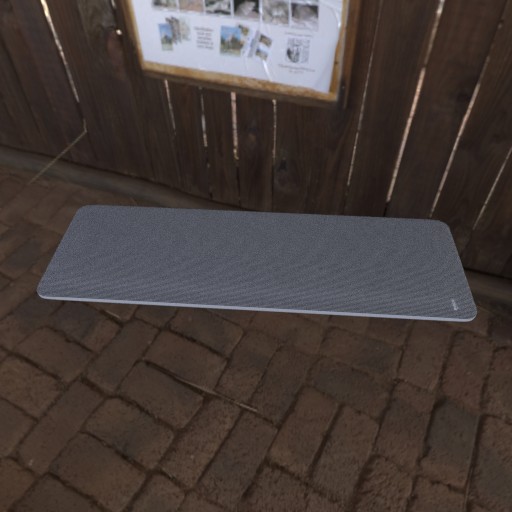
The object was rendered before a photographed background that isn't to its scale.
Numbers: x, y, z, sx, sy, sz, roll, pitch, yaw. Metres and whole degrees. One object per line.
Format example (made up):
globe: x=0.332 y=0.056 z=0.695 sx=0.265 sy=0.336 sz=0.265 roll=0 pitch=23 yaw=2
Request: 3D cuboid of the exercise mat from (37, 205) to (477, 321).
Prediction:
exercise mat: x=0.000 y=0.000 z=2.063 sx=1.884 sy=0.021 sz=0.616 roll=3 pitch=46 yaw=3
